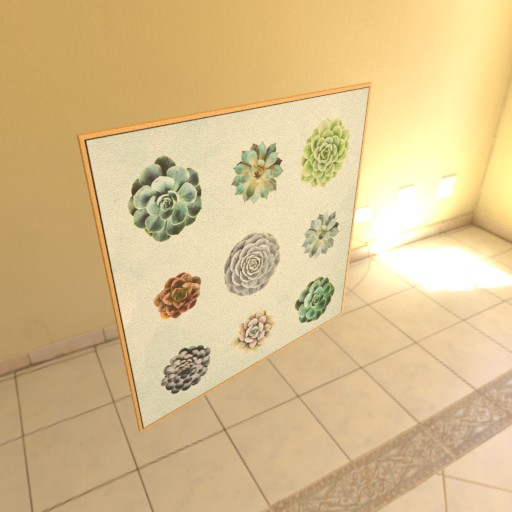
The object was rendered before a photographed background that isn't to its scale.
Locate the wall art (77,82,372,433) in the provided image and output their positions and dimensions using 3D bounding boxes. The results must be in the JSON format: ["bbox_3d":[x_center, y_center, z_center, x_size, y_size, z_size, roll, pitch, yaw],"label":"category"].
[{"bbox_3d":[0.000,0.000,1.438,0.962,0.959,0.013,-23,38,-32],"label":"wall art"}]
